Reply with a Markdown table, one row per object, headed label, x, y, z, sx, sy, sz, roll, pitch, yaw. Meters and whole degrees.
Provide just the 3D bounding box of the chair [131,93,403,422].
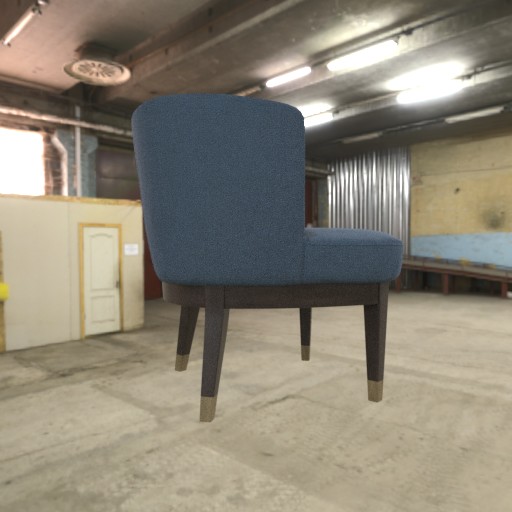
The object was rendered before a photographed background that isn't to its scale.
| label | x | y | z | sx | sy | sz | roll | pitch | yaw |
| --- | --- | --- | --- | --- | --- | --- | --- | --- | --- |
| chair | 0.000 | 0.000 | 1.301 | 0.702 | 0.760 | 0.661 | 0 | 1 | -18 |
